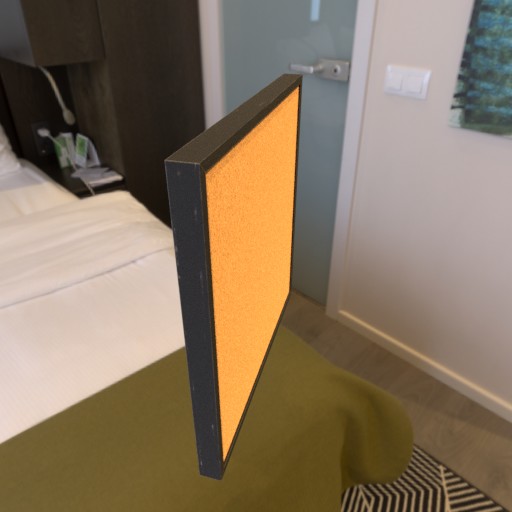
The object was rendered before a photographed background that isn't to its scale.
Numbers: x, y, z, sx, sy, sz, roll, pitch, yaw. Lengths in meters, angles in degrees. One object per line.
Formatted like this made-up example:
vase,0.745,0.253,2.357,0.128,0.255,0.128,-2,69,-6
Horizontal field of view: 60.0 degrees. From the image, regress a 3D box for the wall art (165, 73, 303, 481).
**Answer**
wall art,0.000,0.000,0.758,0.036,0.506,0.506,9,32,14
